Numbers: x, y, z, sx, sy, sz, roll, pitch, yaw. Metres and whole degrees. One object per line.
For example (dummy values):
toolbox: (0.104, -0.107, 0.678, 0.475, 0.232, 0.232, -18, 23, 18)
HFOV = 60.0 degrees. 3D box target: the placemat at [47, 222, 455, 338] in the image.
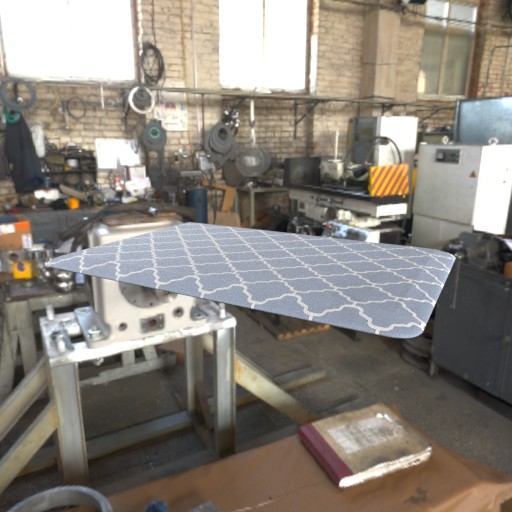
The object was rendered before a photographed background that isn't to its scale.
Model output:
placemat: (0.000, 0.000, 0.966, 0.762, 0.021, 0.508, 8, 17, 28)
